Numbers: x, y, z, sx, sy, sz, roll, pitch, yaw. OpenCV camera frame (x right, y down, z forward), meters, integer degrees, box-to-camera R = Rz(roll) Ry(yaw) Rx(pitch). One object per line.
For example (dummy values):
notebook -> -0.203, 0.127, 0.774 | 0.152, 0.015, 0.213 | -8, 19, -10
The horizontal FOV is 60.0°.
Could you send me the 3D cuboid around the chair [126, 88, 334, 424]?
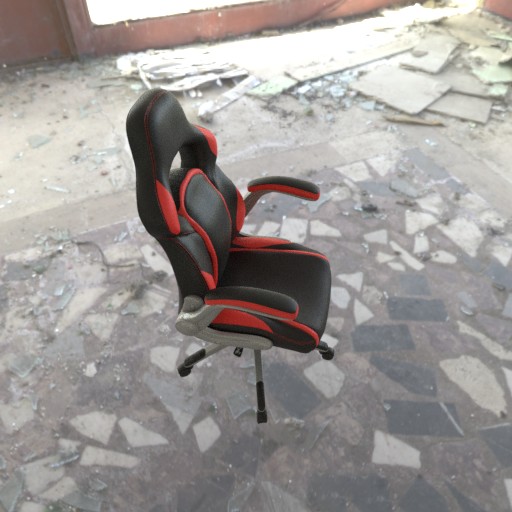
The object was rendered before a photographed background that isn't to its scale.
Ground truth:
chair -> 0.000, 0.000, 1.631 | 0.712, 1.165, 0.758 | 9, 47, 8
